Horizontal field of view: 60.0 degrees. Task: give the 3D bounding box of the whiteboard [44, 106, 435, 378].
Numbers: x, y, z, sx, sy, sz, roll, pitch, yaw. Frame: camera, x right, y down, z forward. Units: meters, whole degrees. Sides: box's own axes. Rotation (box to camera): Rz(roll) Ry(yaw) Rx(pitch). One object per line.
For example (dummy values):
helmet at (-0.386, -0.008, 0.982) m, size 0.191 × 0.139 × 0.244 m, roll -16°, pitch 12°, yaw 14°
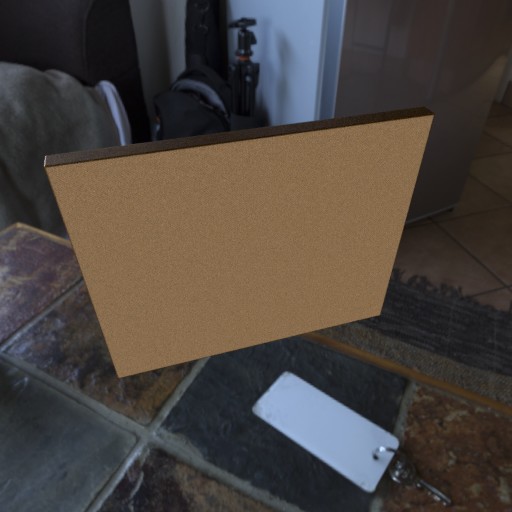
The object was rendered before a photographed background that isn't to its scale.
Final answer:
whiteboard at (0.000, 0.000, 0.774) m, size 0.561 × 0.457 × 0.029 m, roll -11°, pitch 42°, yaw -13°
